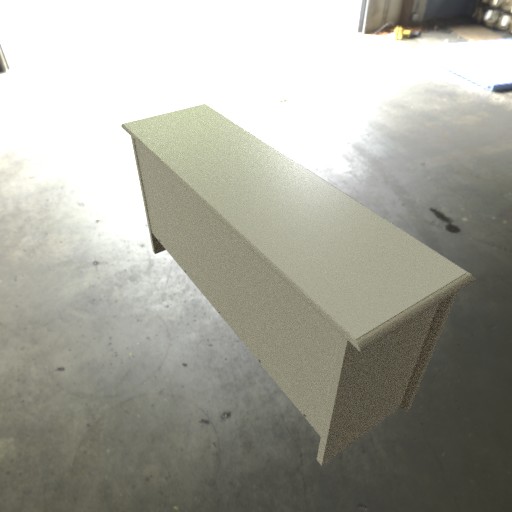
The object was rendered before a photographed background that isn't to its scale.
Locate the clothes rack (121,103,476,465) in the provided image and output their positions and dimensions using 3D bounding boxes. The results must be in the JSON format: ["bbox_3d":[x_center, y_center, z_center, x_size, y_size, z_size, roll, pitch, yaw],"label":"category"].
[{"bbox_3d":[0.000,0.000,1.351,0.324,0.531,1.120,-24,45,-25],"label":"clothes rack"}]
